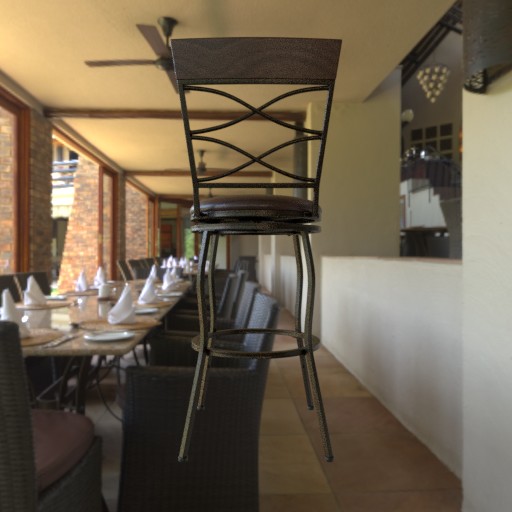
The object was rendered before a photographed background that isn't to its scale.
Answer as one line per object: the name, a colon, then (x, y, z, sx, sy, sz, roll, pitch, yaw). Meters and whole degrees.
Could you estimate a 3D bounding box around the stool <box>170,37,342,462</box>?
stool: (0.000, 0.000, 1.388, 0.448, 1.130, 0.513, 0, 0, 0)
